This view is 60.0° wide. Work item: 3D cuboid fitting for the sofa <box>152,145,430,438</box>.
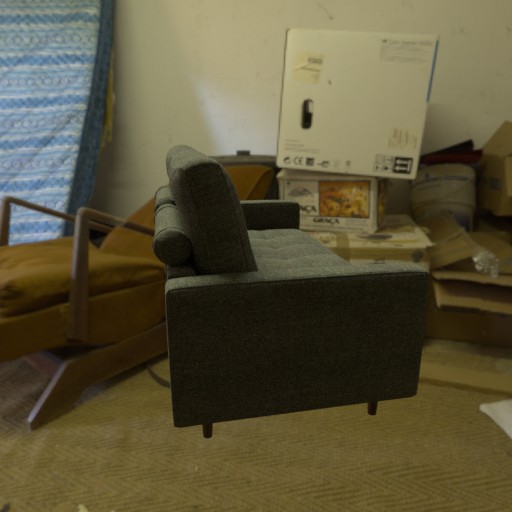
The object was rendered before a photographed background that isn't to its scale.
[{"bbox_3d":[0.000,0.000,1.926,0.842,0.907,1.407,-3,16,-11],"label":"sofa"}]
